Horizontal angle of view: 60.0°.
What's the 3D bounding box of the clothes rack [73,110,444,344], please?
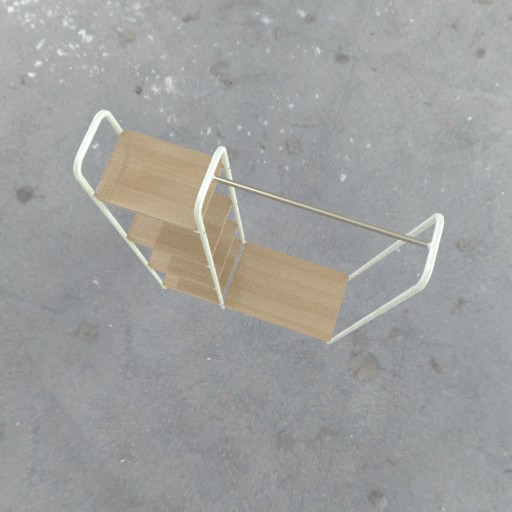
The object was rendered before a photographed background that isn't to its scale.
[{"bbox_3d":[0.000,0.000,1.921,1.011,1.500,0.400,18,77,4],"label":"clothes rack"}]
